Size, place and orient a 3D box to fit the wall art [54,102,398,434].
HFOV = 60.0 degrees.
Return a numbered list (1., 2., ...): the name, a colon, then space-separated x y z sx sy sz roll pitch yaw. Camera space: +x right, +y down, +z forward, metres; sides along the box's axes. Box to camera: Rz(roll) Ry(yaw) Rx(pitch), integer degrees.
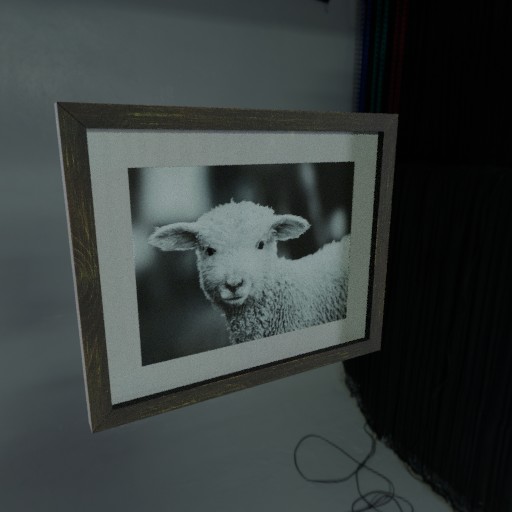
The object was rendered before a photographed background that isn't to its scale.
1. wall art: 0.000 0.000 0.729 0.558 0.457 0.032 -8 17 -28
